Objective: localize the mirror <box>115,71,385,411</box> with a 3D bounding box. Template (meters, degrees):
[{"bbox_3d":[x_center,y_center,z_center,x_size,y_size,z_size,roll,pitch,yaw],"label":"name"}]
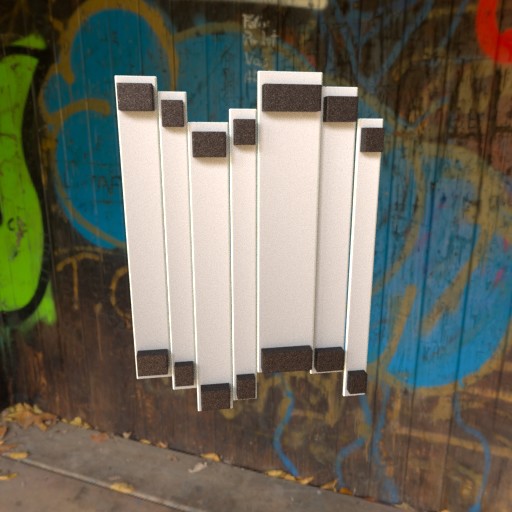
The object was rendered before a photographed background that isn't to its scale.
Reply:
[{"bbox_3d":[0.000,0.000,0.786,0.445,0.611,0.058,-2,14,-9],"label":"mirror"}]
